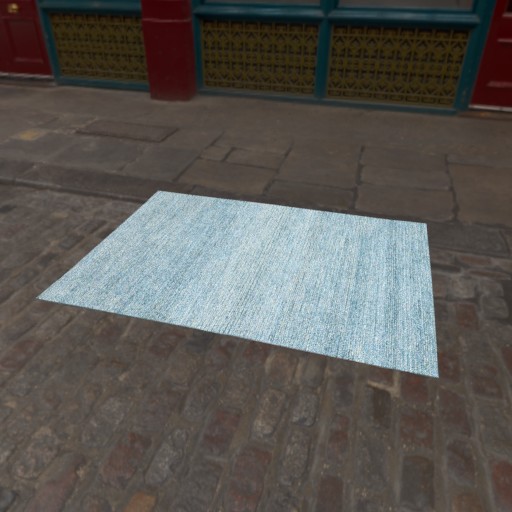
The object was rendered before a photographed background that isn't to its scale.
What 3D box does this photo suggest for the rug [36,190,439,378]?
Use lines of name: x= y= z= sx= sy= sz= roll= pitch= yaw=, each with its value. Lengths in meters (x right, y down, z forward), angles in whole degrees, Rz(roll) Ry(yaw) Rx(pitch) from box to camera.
rug: x=0.000 y=0.000 z=2.997 sx=2.260 sy=0.026 sz=1.611 roll=9 pitch=33 yaw=14
